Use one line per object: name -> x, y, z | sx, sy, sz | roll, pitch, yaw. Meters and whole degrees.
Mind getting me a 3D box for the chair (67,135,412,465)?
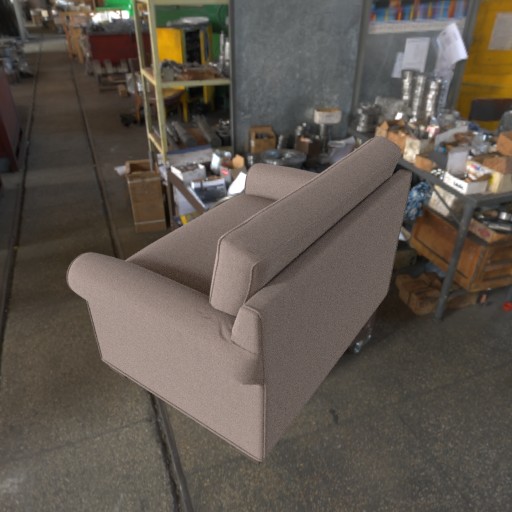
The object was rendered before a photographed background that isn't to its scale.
chair -> 0.000, 0.000, 2.040 | 0.930, 0.930, 1.390 | 21, 38, 29
